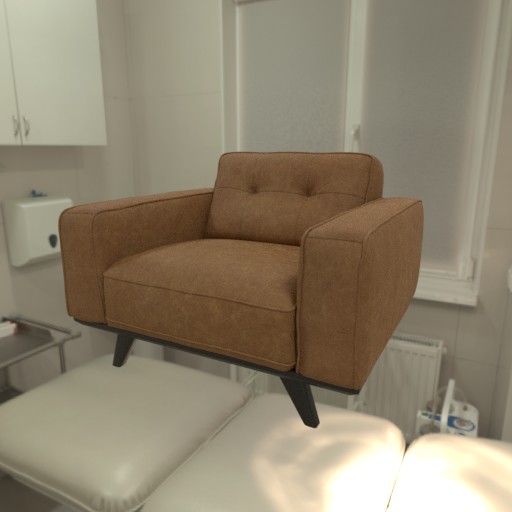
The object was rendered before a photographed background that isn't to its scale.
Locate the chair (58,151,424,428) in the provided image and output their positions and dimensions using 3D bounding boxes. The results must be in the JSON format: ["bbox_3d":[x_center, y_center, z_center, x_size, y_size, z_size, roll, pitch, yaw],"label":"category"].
[{"bbox_3d":[0.000,0.000,1.720,1.118,0.782,0.952,7,16,27],"label":"chair"}]
